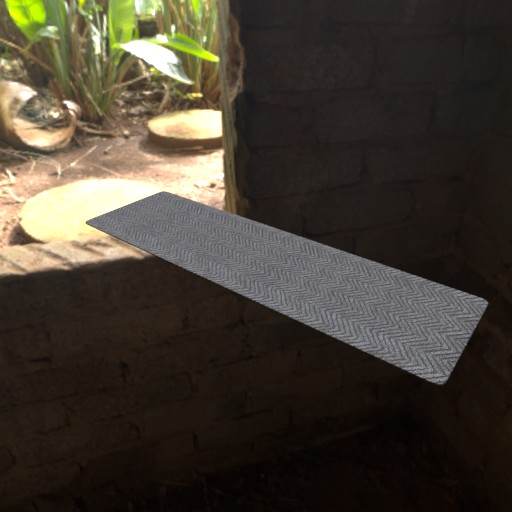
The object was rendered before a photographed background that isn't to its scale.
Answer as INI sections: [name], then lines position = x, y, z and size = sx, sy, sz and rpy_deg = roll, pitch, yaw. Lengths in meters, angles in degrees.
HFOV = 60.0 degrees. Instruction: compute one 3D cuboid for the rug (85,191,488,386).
[rug]
position = 0.000, 0.000, 2.482
size = 2.286, 0.008, 0.686
rpy_deg = 21, 36, 32
